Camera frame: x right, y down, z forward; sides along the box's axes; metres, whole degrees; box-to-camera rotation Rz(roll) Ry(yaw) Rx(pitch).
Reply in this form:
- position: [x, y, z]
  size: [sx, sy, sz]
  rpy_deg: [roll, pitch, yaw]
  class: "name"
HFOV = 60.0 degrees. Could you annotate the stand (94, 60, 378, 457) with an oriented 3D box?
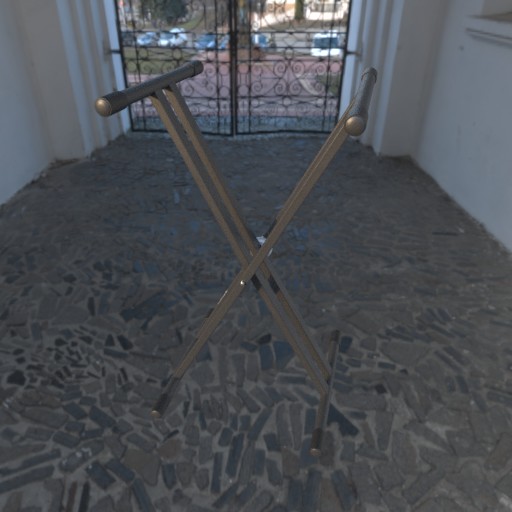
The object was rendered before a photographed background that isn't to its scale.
- position: [0.000, 0.000, 1.201]
  size: [0.503, 0.900, 0.495]
  rpy_deg: [8, 33, 13]
  class: "stand"
